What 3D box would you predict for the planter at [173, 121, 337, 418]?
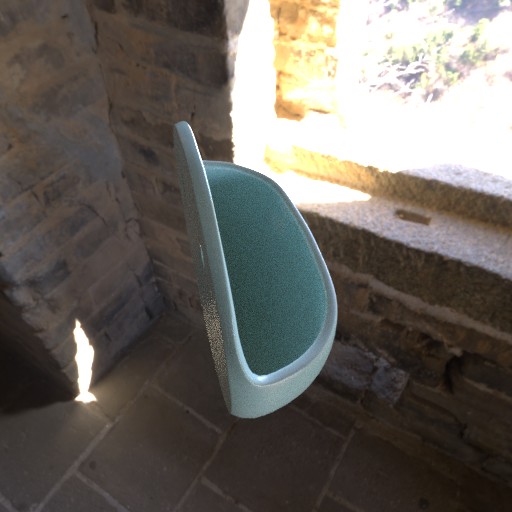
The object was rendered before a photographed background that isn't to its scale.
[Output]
[{"bbox_3d":[0.000,0.000,0.277,0.073,0.164,0.189,-11,47,-10],"label":"planter"}]
